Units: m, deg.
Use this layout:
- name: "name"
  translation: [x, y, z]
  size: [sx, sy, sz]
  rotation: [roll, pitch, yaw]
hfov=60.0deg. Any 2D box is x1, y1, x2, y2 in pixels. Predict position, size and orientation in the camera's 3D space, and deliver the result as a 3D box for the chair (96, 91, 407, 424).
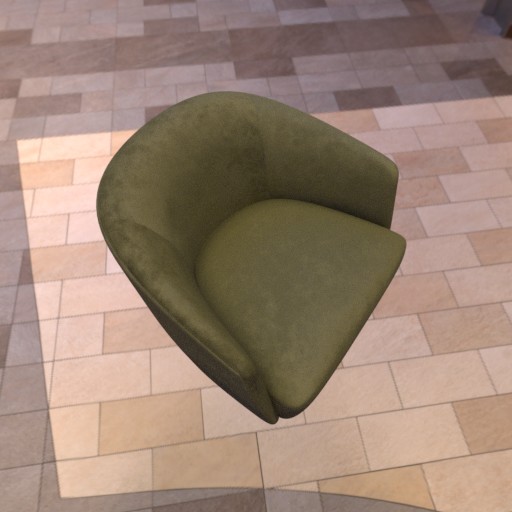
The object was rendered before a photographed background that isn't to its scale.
- name: "chair"
  translation: [0.000, 0.000, 1.381]
  size: [0.767, 0.698, 0.773]
  rotation: [31, 62, 18]
